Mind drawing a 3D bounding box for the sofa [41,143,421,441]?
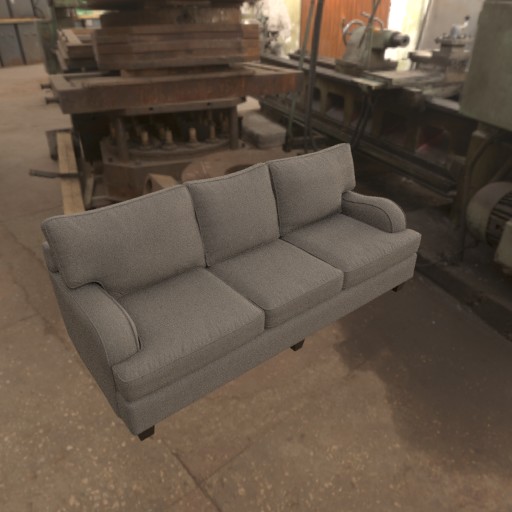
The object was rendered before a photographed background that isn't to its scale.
[{"bbox_3d":[0.000,0.000,2.893,2.323,0.991,1.016,-22,37,-33],"label":"sofa"}]
